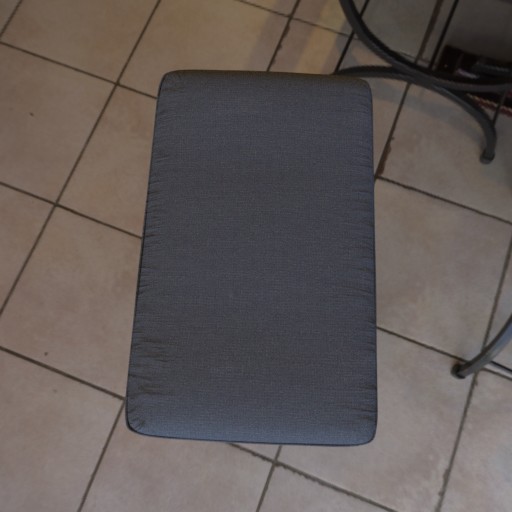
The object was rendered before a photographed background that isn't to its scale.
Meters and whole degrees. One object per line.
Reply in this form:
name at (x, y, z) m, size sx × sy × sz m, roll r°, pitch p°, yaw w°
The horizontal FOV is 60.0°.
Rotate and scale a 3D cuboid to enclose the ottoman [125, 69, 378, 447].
ottoman at (0.000, 0.000, 1.189) m, size 0.570 × 0.438 × 0.885 m, roll 3°, pitch 77°, yaw 1°
